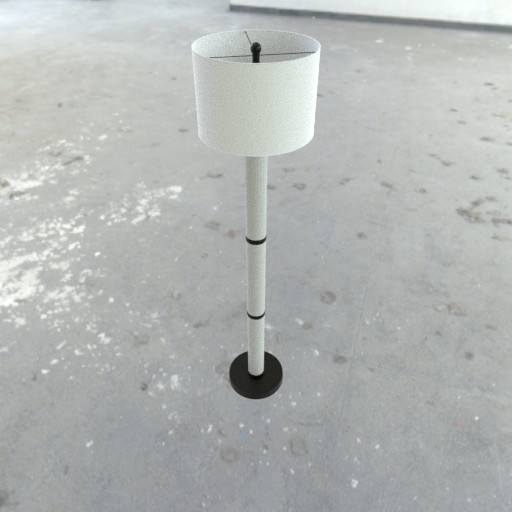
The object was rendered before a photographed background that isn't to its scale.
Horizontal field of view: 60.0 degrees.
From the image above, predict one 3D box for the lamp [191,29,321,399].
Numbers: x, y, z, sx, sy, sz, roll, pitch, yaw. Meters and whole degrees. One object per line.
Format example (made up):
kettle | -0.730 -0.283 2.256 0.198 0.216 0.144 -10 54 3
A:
lamp | 0.000 0.000 1.791 0.377 1.599 0.377 12 41 15
